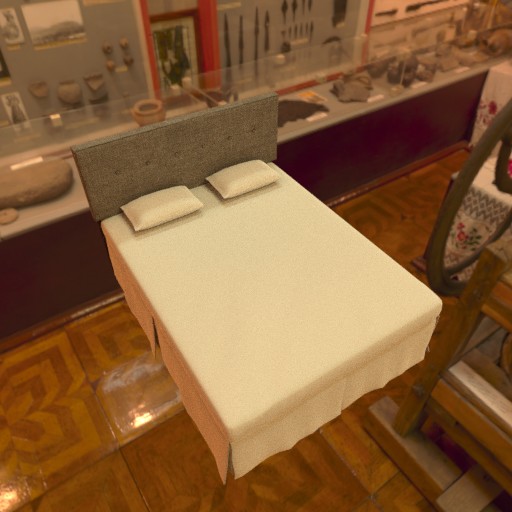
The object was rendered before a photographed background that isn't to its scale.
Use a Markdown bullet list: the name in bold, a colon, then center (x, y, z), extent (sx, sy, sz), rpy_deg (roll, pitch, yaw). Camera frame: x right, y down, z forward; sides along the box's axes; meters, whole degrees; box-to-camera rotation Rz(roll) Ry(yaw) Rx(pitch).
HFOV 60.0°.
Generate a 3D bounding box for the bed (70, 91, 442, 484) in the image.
- **bed**: center (0.000, 0.000, 2.942), extent (1.621, 1.168, 1.958), rpy_deg (-24, 48, -23)
